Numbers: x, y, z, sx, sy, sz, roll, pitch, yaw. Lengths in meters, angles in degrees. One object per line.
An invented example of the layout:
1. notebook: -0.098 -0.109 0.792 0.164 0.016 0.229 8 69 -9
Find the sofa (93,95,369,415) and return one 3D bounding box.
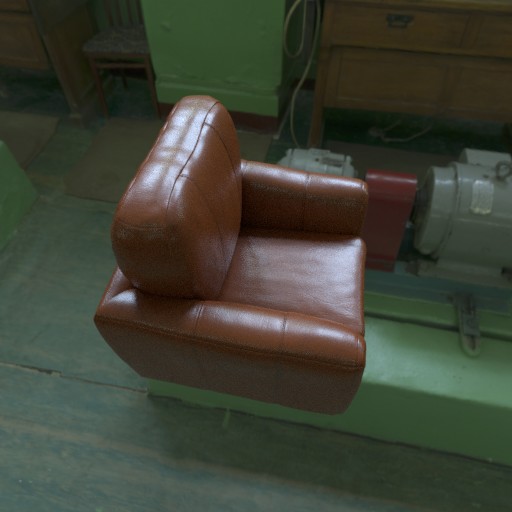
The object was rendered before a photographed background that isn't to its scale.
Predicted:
1. sofa: 0.000 0.000 1.529 0.789 0.876 0.836 8 49 7
